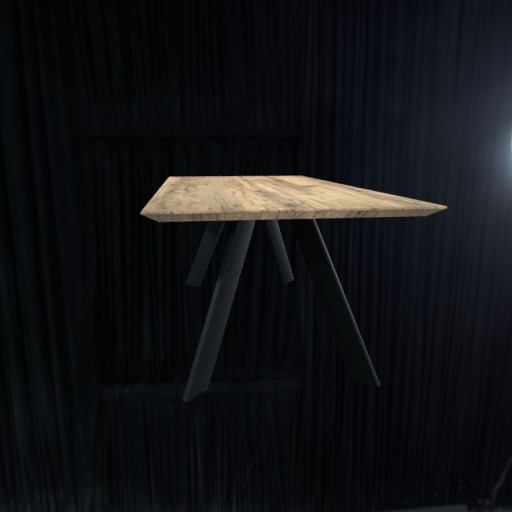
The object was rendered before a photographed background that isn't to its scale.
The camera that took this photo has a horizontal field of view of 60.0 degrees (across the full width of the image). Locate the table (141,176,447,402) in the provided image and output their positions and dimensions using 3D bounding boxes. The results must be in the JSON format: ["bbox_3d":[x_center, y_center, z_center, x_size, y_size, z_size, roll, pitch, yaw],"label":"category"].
[{"bbox_3d":[0.000,0.000,2.464,1.000,0.770,2.000,-2,13,-8],"label":"table"}]
